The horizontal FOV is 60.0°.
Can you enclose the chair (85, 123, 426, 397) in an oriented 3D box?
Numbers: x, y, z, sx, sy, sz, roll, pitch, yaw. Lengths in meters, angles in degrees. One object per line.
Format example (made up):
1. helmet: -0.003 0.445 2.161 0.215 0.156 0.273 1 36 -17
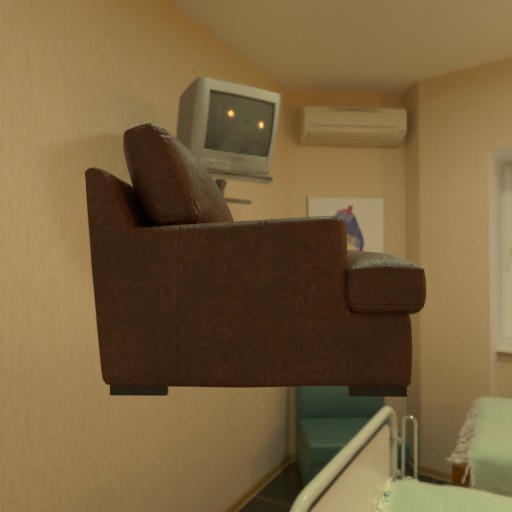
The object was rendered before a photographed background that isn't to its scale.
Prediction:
1. chair: 0.000 0.000 2.004 1.143 0.939 1.168 0 -1 1
